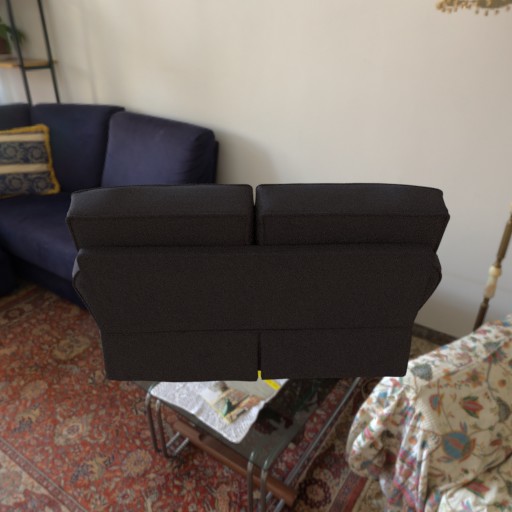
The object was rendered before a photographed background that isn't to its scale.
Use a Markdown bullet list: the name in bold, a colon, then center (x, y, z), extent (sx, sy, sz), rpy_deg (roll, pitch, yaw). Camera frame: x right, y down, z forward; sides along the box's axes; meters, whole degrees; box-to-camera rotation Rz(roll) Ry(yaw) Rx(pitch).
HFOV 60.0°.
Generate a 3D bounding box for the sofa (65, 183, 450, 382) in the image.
- **sofa**: center (0.000, 0.000, 2.466), extent (1.801, 1.059, 0.997), rpy_deg (-1, 29, -1)
